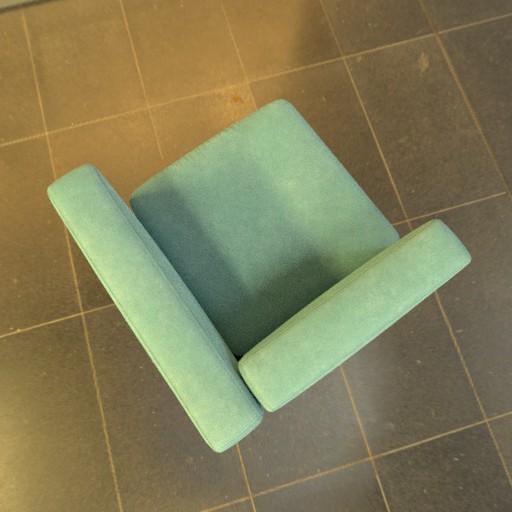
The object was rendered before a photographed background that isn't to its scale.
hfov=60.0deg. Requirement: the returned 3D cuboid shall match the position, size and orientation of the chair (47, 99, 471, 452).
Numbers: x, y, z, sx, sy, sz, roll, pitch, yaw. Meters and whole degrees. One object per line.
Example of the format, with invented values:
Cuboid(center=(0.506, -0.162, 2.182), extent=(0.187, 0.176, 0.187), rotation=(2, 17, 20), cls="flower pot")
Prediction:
Cuboid(center=(0.000, 0.000, 1.222), extent=(0.680, 0.660, 0.680), rotation=(-35, 79, -8), cls="chair")
